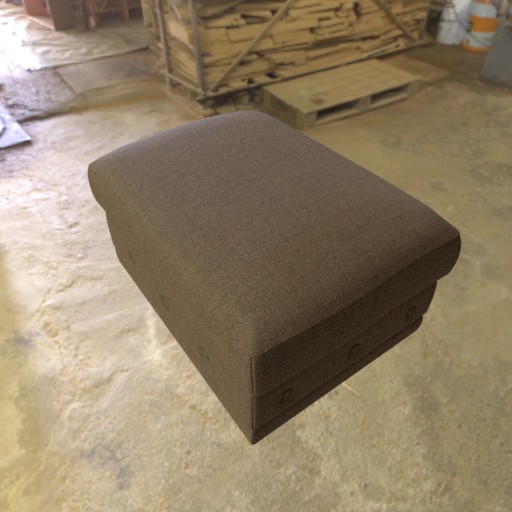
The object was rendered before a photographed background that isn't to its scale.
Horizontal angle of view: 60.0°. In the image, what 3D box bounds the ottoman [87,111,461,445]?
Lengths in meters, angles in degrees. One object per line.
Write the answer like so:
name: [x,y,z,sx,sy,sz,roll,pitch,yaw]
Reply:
ottoman: [0.000,0.000,1.216,0.599,0.555,0.809,-26,48,-26]
